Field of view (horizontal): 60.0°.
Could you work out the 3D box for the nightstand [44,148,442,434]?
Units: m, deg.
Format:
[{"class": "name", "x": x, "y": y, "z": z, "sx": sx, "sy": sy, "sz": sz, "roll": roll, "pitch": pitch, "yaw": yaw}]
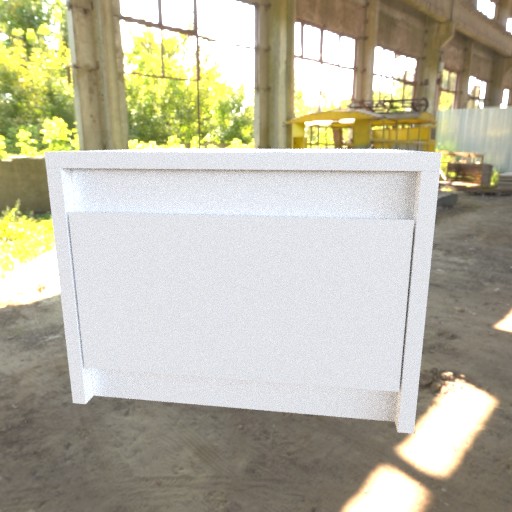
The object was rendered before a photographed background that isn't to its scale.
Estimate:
[{"class": "nightstand", "x": 0.000, "y": 0.000, "z": 0.754, "sx": 0.470, "sy": 0.351, "sz": 0.408, "roll": 2, "pitch": 14, "yaw": 8}]
